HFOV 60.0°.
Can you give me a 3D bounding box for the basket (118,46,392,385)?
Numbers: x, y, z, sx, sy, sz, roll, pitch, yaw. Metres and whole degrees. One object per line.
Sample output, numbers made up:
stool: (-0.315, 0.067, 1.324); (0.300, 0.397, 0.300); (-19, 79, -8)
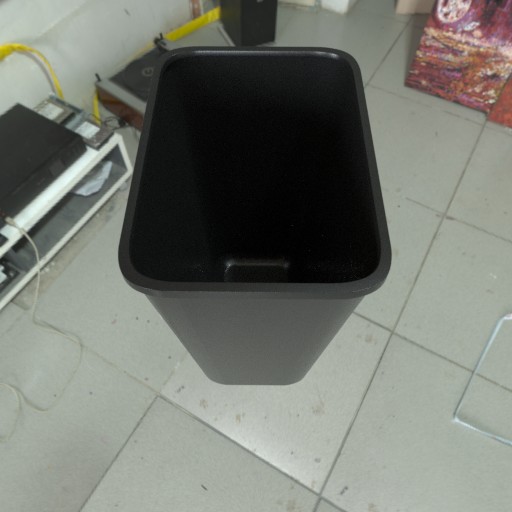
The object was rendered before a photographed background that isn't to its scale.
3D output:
basket: (0.000, 0.000, 0.760); (0.287, 0.521, 0.394); (0, 59, 0)
